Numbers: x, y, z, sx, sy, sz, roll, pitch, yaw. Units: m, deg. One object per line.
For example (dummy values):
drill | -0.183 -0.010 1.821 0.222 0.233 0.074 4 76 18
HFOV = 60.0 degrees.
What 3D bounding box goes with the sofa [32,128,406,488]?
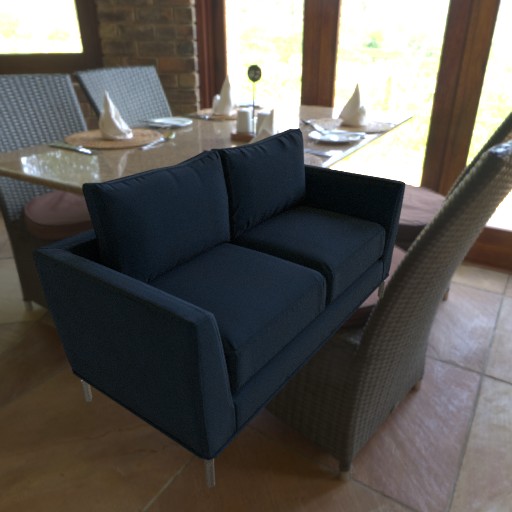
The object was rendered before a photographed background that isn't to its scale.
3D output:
sofa | 0.000 0.000 2.210 0.853 1.002 1.770 17 31 32
